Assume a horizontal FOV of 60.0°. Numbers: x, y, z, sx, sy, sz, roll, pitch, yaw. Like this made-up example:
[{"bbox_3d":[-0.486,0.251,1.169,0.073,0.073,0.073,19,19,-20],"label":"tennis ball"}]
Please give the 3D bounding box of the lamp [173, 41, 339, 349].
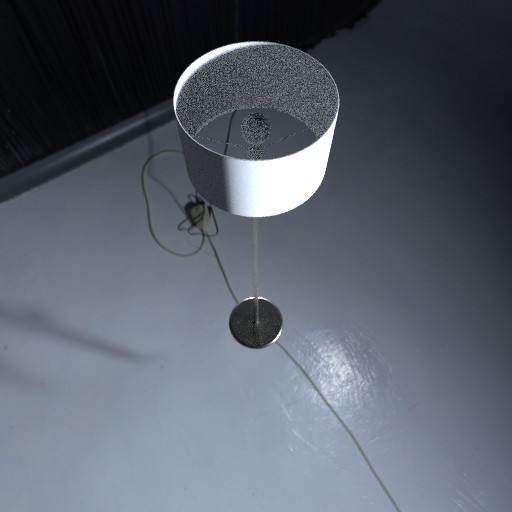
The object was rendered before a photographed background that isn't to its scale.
[{"bbox_3d":[0.000,0.000,1.568,0.347,1.443,0.347,-32,67,-16],"label":"lamp"}]
